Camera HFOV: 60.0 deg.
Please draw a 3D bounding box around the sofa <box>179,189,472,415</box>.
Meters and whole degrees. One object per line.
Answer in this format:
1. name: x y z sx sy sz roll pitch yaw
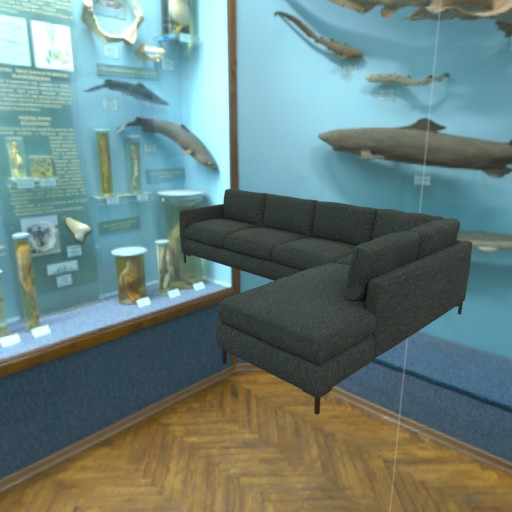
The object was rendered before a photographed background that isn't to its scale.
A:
1. sofa: 0.000 0.000 3.878 2.007 0.815 2.949 -15 21 -42
